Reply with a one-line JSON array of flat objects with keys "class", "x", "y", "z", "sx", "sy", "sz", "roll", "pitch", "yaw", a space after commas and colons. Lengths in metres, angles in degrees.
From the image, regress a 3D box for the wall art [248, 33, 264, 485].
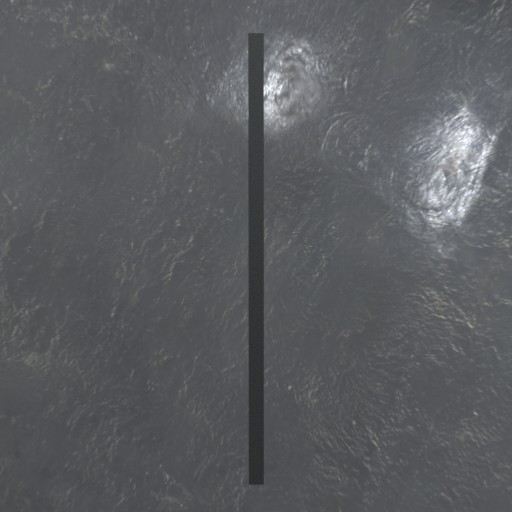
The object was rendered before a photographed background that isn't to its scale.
[{"class": "wall art", "x": 0.000, "y": 0.000, "z": 0.529, "sx": 0.012, "sy": 0.357, "sz": 0.358, "roll": 0, "pitch": 92, "yaw": 0}]
